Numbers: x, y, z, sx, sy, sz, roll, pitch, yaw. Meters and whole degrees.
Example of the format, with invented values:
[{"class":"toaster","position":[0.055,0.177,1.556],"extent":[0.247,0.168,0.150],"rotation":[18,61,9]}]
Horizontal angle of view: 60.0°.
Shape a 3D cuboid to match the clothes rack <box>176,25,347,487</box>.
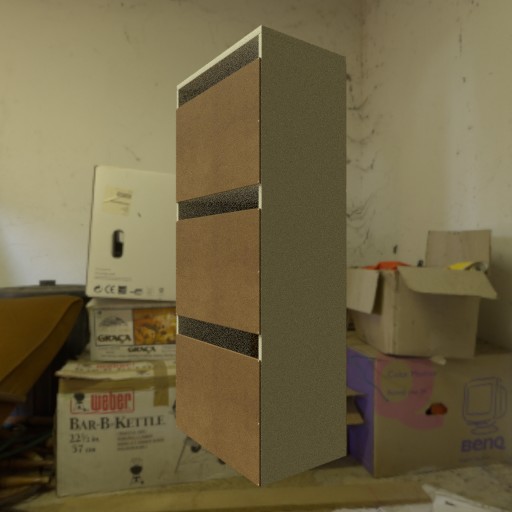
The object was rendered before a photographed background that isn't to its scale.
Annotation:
[{"class":"clothes rack","position":[0.000,0.000,1.434],"extent":[0.331,1.187,0.500],"rotation":[0,0,-36]}]
